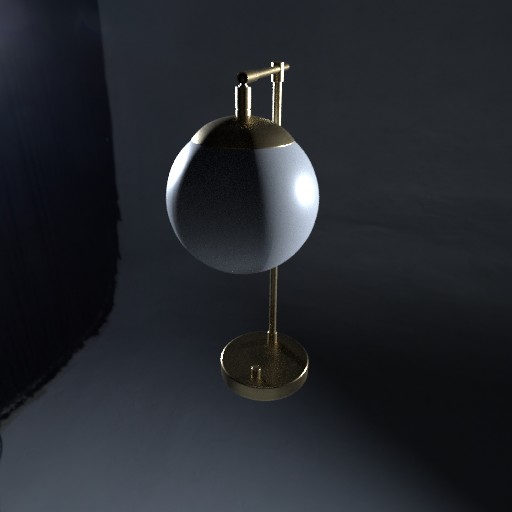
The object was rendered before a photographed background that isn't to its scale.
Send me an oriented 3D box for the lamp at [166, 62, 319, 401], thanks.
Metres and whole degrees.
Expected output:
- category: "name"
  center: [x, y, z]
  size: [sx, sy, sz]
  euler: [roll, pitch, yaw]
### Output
- category: "lamp"
  center: [0.000, 0.000, 0.710]
  size: [0.207, 0.559, 0.324]
  euler: [8, 28, 16]
